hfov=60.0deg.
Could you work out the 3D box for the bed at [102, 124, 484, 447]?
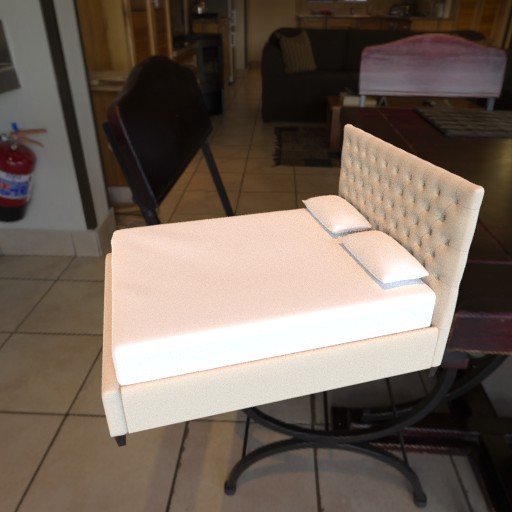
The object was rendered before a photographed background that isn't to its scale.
[{"bbox_3d":[0.000,0.000,3.252,2.233,1.426,1.696,-8,30,-14],"label":"bed"}]
